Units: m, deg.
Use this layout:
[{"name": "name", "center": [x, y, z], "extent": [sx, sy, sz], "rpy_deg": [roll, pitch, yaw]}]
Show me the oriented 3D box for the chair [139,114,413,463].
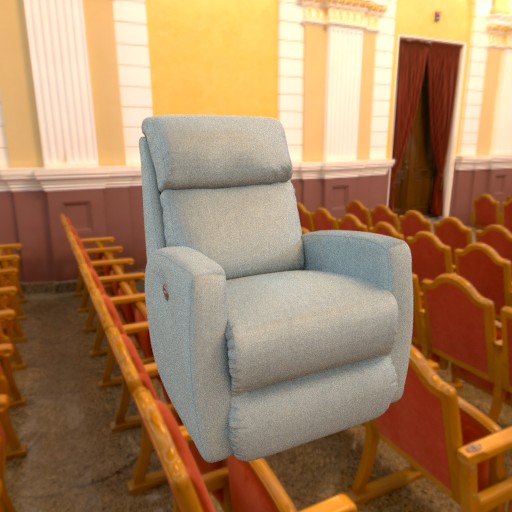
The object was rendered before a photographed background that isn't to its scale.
[{"name": "chair", "center": [0.000, 0.000, 1.633], "extent": [0.794, 1.016, 0.940], "rpy_deg": [-7, 17, -25]}]
